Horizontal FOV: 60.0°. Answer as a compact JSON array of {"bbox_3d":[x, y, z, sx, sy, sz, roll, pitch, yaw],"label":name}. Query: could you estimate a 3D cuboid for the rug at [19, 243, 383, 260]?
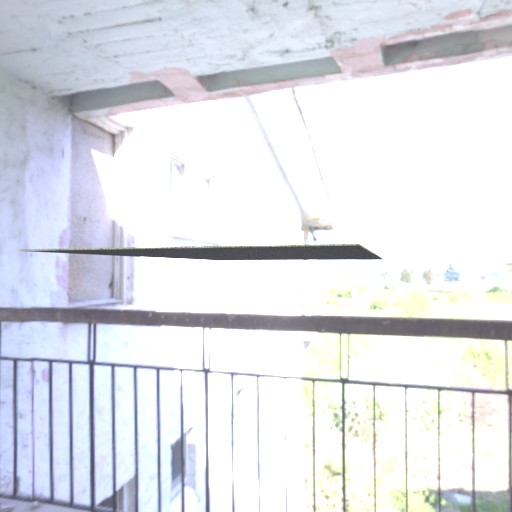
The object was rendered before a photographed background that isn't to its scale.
[{"bbox_3d":[0.000,0.000,2.175,1.143,0.006,1.747,-1,-2,18],"label":"rug"}]
